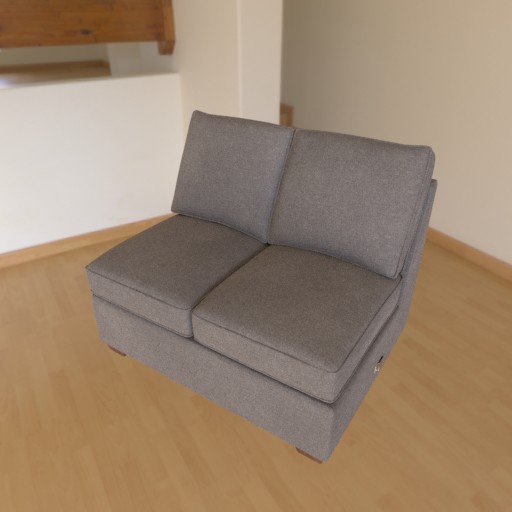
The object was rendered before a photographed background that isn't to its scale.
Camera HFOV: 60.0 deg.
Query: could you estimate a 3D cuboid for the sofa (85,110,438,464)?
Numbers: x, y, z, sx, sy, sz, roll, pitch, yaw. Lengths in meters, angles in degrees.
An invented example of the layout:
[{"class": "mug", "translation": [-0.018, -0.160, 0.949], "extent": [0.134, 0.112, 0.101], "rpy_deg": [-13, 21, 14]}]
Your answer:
[{"class": "sofa", "translation": [0.000, 0.000, 1.978], "extent": [1.237, 1.008, 0.951], "rpy_deg": [18, 35, 28]}]
